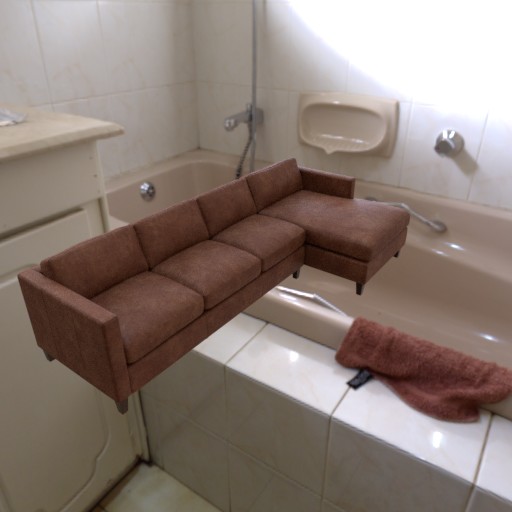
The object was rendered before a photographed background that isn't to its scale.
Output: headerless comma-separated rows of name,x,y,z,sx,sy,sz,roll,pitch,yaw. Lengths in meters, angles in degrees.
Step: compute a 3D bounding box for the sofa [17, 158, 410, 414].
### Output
sofa,0.000,0.000,3.783,1.581,0.883,3.203,19,34,32
